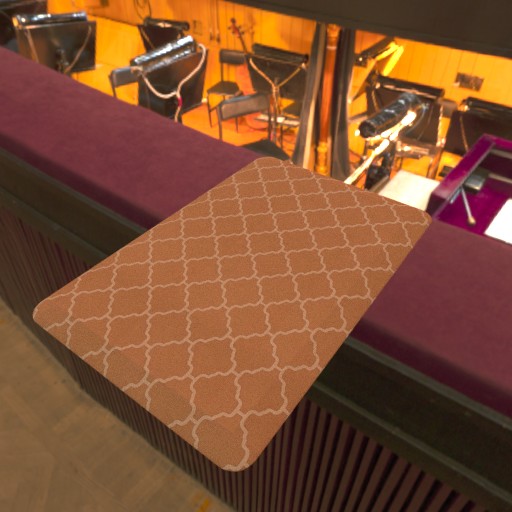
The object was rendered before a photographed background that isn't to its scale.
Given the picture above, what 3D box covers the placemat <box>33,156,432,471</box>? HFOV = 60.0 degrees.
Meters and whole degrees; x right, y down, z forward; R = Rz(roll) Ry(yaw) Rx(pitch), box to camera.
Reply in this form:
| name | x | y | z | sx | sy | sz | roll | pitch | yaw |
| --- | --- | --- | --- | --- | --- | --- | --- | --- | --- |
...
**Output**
| name | x | y | z | sx | sy | sz | roll | pitch | yaw |
| --- | --- | --- | --- | --- | --- | --- | --- | --- | --- |
| placemat | 0.000 | 0.000 | 0.936 | 0.508 | 0.021 | 0.762 | 26 | 47 | 27 |
